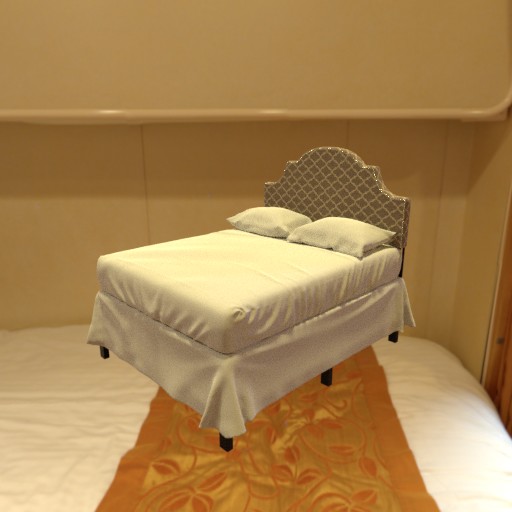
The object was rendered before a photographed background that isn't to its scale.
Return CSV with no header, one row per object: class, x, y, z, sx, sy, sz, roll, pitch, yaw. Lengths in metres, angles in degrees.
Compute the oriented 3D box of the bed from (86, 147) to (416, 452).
bed,0.000,0.000,3.520,2.222,1.633,1.780,-15,22,-42
